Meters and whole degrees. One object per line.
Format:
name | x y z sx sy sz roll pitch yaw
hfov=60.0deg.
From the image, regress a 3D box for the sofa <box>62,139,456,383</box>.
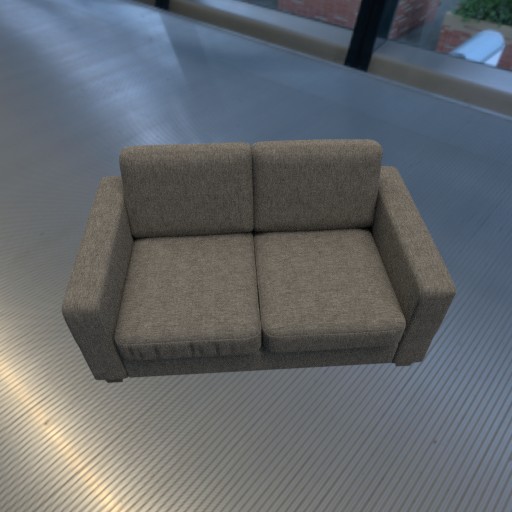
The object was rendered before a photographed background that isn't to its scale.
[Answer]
sofa | 0.000 0.000 2.055 1.520 0.800 0.900 -3 45 -3
